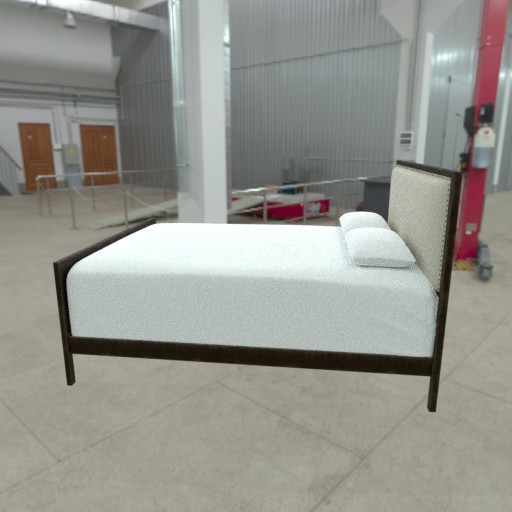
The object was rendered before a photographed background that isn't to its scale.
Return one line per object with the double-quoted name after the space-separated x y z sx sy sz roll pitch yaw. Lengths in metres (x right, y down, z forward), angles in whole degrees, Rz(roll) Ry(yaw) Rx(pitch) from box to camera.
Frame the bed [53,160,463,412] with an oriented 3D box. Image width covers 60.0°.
0.000 0.000 3.205 2.221 1.313 1.607 2 14 7 "bed"
